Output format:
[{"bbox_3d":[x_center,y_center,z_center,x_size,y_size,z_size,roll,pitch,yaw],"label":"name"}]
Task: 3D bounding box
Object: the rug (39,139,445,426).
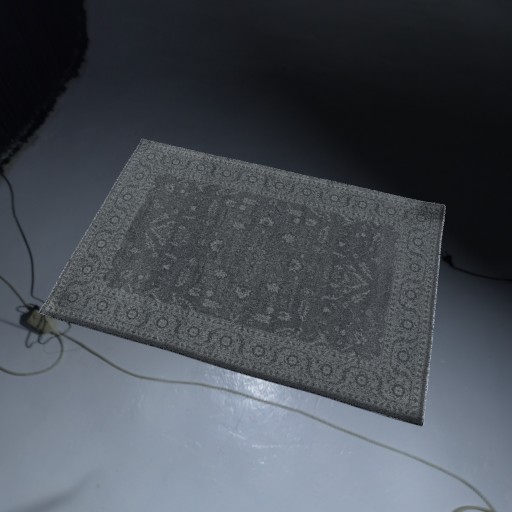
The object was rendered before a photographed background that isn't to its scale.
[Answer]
[{"bbox_3d":[0.000,0.000,2.287,1.828,0.019,1.209,14,60,8],"label":"rug"}]
